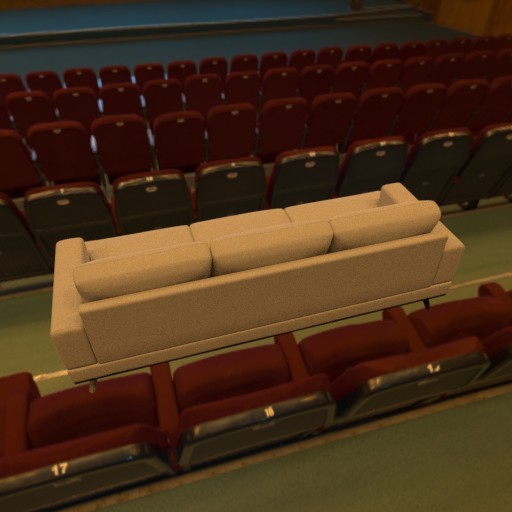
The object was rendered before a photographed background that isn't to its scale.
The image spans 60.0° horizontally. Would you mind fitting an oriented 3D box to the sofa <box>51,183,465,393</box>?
[{"bbox_3d":[0.000,0.000,2.770,2.310,0.810,0.920,-11,42,-13],"label":"sofa"}]
